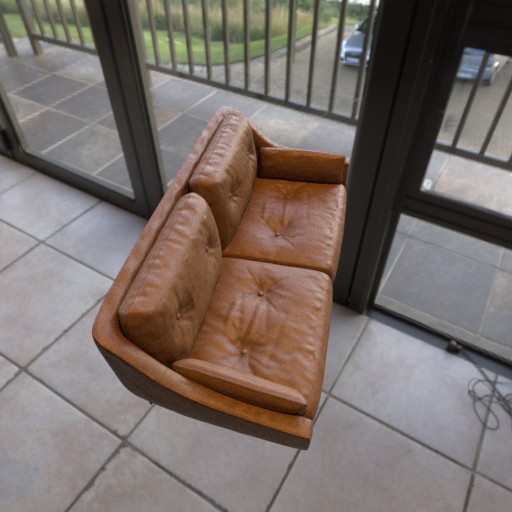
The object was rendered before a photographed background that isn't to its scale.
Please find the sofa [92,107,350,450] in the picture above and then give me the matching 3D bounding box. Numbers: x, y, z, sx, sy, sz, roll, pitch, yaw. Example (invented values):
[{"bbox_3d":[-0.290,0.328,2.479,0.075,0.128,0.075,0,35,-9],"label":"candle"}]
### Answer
[{"bbox_3d":[0.000,0.000,2.407,0.904,0.839,1.902,9,47,9],"label":"sofa"}]
